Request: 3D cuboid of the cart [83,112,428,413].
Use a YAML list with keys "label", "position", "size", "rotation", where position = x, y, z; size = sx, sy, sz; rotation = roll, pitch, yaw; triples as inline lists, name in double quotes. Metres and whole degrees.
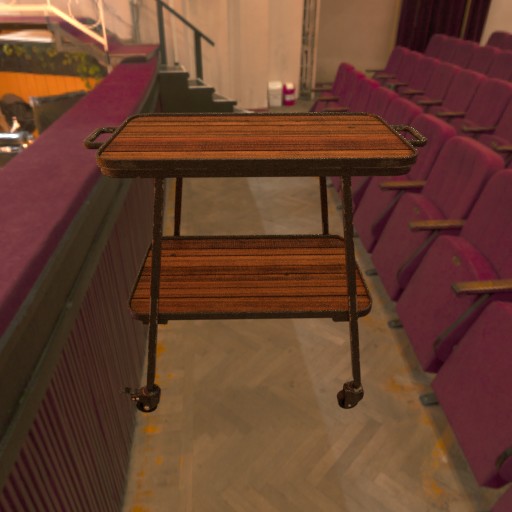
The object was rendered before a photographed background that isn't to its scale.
- label: "cart"
  position: [0.000, 0.000, 1.255]
  size: [0.806, 0.700, 0.515]
  rotation: [-1, 31, -1]
